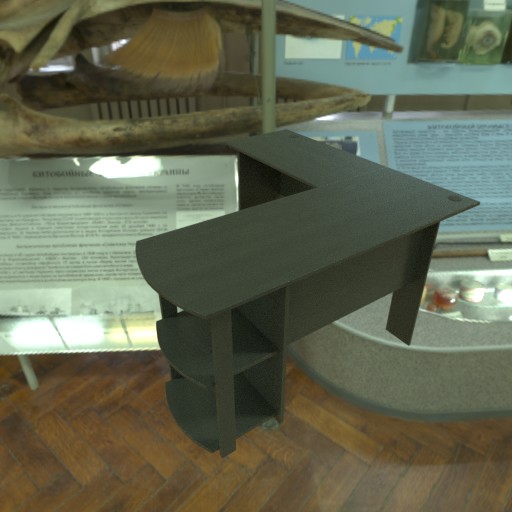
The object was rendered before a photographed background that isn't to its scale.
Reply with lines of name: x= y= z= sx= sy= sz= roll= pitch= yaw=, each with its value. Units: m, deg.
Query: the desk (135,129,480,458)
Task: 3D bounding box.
desk: x=0.000 y=0.000 z=2.149 sx=1.361 sy=0.716 sz=1.303 roll=-20 pitch=37 yaw=-29
